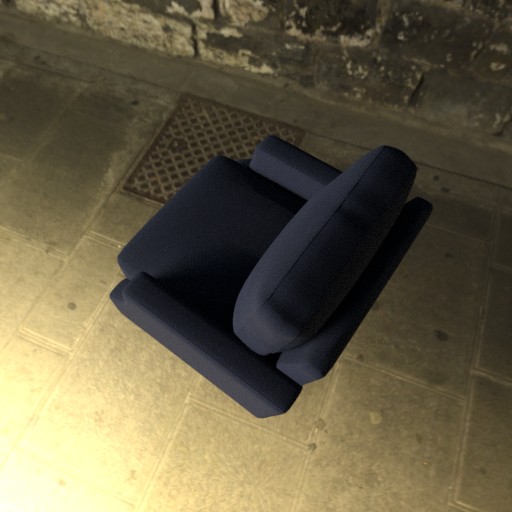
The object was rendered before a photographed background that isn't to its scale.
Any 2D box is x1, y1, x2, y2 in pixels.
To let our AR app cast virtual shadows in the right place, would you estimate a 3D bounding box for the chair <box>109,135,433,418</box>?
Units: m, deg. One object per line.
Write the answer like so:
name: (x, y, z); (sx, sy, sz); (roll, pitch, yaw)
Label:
chair: (0.000, 0.000, 1.650); (0.897, 0.991, 0.855); (33, 67, 16)
